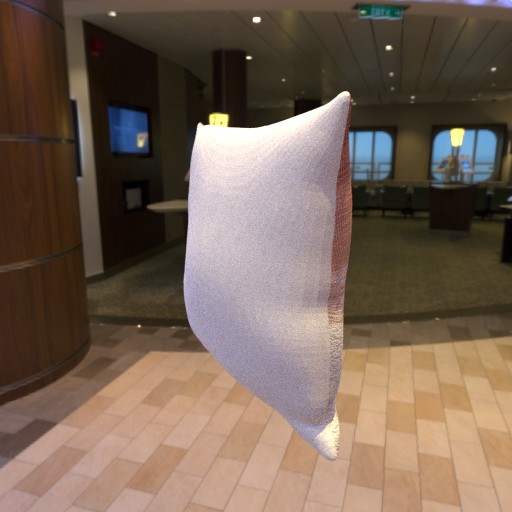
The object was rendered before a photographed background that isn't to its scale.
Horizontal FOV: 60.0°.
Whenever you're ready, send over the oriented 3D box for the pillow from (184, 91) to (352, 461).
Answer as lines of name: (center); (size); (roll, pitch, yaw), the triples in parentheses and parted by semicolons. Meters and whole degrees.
pillow: (0.000, 0.000, 0.695); (0.182, 0.441, 0.440); (-7, 14, -28)
